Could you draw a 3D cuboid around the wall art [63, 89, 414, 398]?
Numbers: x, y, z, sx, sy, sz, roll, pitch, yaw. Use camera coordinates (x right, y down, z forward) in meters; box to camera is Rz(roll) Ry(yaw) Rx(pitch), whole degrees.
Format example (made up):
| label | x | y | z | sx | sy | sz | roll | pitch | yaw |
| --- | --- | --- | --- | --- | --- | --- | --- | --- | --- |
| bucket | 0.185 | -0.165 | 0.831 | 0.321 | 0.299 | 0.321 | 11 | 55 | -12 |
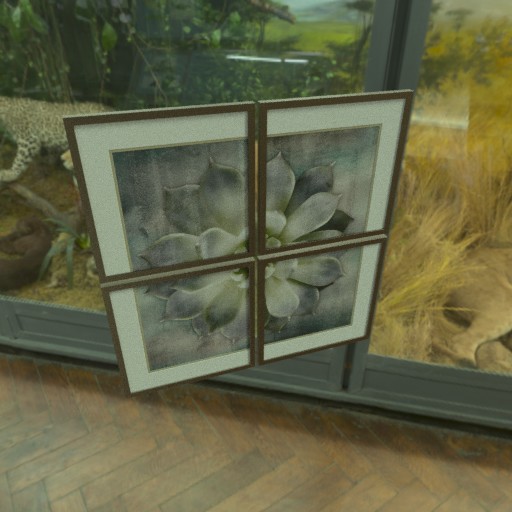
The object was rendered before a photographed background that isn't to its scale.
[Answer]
| label | x | y | z | sx | sy | sz | roll | pitch | yaw |
| --- | --- | --- | --- | --- | --- | --- | --- | --- | --- |
| wall art | 0.000 | 0.000 | 1.531 | 1.032 | 1.032 | 0.030 | -10 | 33 | -16 |
